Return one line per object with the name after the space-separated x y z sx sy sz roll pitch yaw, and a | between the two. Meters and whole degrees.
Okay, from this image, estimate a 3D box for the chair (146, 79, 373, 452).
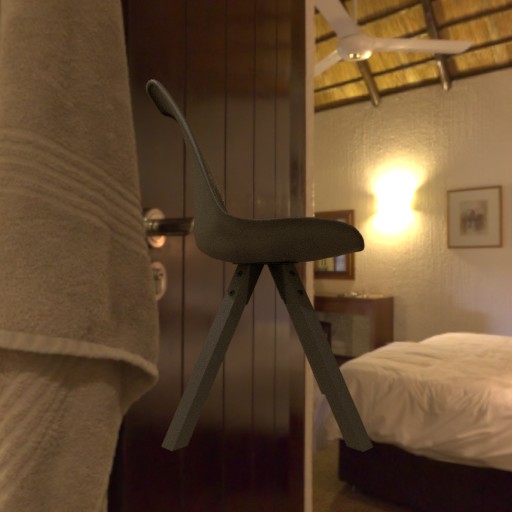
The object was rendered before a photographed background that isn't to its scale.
0.000 0.000 1.180 0.550 0.850 0.485 0 -1 0 | chair
